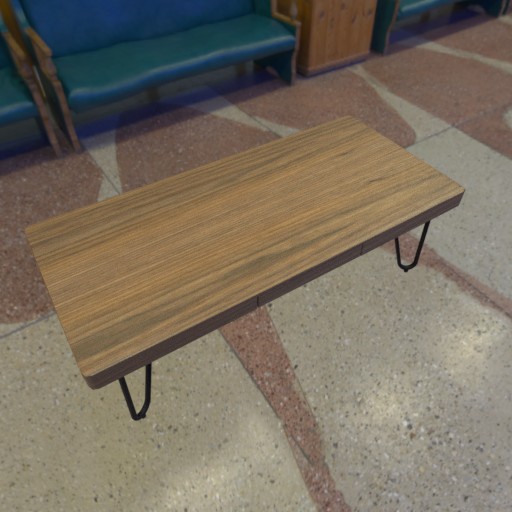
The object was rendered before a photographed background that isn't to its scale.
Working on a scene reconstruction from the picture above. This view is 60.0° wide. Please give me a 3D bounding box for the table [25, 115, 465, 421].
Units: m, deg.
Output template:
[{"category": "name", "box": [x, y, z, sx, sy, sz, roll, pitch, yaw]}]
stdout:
[{"category": "table", "box": [0.000, 0.000, 1.662, 1.375, 0.468, 0.637, -25, 51, -22]}]
